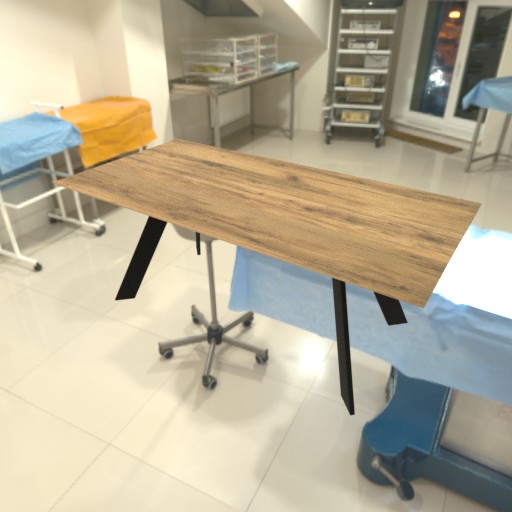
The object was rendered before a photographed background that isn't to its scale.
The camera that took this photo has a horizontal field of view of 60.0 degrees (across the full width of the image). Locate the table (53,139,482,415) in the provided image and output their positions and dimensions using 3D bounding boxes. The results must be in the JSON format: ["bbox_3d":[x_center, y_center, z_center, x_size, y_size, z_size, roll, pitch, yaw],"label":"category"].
[{"bbox_3d":[0.000,0.000,2.493,2.000,0.770,1.000,19,36,28],"label":"table"}]
